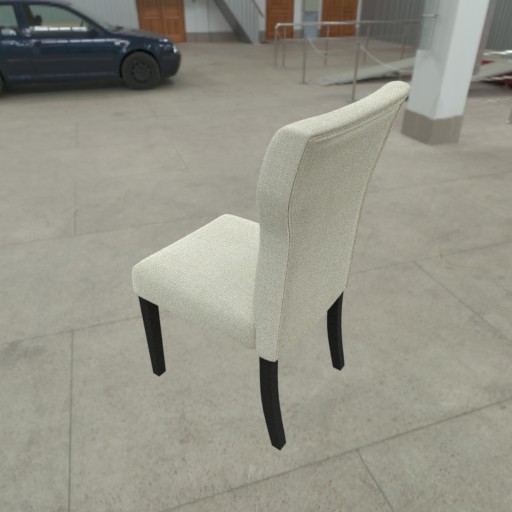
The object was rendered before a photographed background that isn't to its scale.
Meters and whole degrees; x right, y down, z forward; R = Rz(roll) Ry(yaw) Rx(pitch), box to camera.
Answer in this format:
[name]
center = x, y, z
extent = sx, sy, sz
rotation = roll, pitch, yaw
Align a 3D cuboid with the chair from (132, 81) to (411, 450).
[chair]
center = 0.000, 0.000, 1.258
extent = 0.597, 0.921, 0.509
rotation = 20, 37, 30
